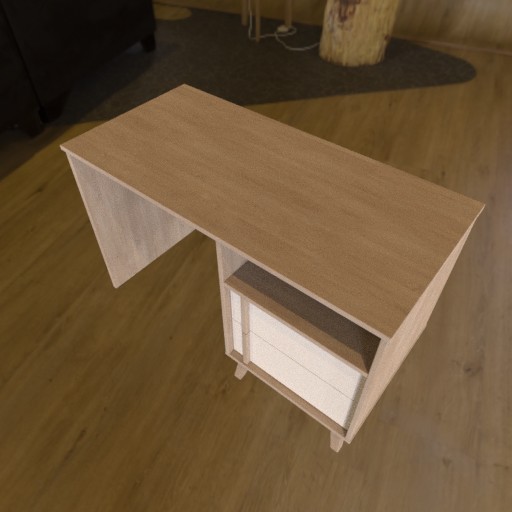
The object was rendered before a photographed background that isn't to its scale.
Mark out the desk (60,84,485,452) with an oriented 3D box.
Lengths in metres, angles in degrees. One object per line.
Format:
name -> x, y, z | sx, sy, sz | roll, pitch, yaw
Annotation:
desk -> 0.000, 0.000, 1.690 | 1.251, 0.770, 0.600 | 30, 53, 26
